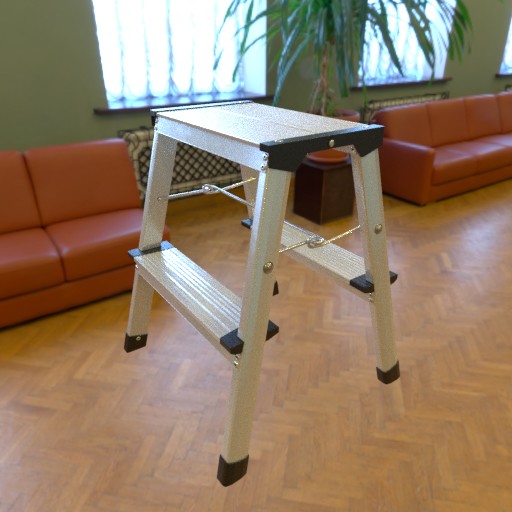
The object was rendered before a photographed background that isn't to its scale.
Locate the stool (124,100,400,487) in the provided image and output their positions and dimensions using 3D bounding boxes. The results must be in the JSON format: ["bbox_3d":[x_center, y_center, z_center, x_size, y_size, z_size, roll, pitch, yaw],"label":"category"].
[{"bbox_3d":[0.000,0.000,0.791,0.405,0.480,0.404,-18,32,-32],"label":"stool"}]
